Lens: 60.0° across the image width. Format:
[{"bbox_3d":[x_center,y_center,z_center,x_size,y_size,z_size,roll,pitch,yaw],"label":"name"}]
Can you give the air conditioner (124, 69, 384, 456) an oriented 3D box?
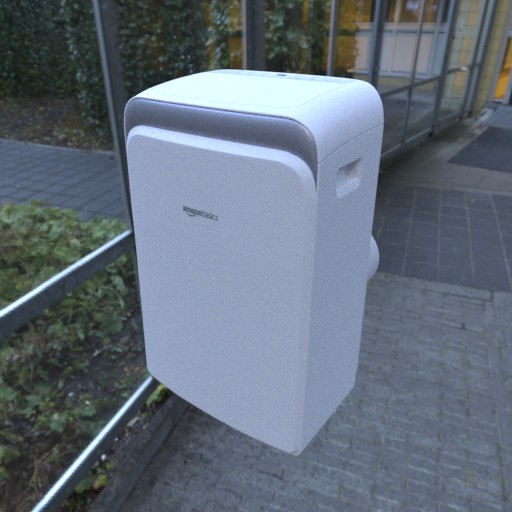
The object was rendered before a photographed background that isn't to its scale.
[{"bbox_3d":[0.000,0.000,0.940,0.454,0.700,0.365,18,33,30],"label":"air conditioner"}]
